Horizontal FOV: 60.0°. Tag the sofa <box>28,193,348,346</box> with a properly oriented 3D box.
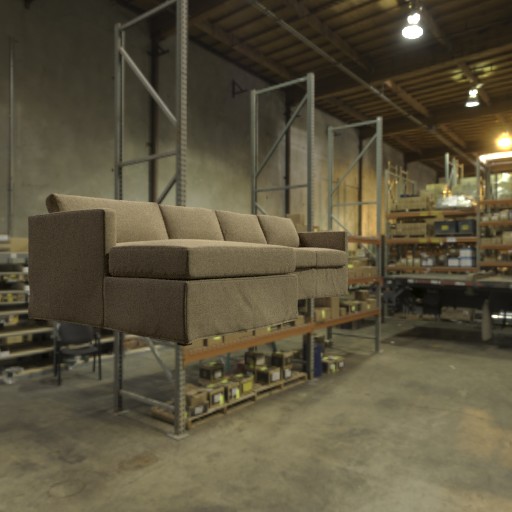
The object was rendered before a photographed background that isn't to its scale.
[{"bbox_3d":[0.000,0.000,3.856,1.638,0.920,3.198,0,0,38],"label":"sofa"}]
